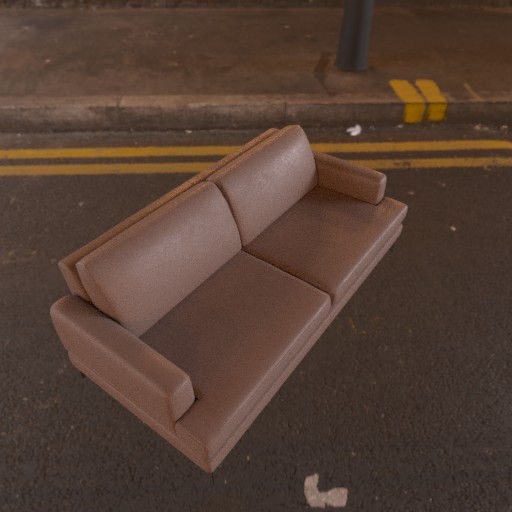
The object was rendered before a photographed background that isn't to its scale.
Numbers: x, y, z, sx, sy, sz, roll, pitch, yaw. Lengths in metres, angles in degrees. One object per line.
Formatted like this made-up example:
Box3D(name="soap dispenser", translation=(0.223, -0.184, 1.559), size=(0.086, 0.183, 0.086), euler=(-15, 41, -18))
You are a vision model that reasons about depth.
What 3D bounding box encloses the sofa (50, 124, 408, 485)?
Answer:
Box3D(name="sofa", translation=(0.000, 0.000, 2.400), size=(0.974, 0.765, 1.940), euler=(26, 48, 26))
